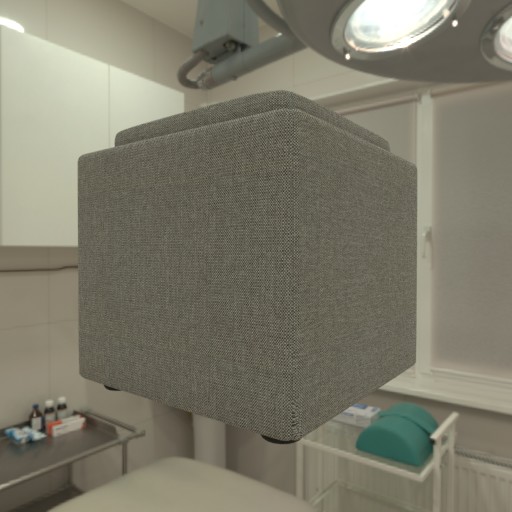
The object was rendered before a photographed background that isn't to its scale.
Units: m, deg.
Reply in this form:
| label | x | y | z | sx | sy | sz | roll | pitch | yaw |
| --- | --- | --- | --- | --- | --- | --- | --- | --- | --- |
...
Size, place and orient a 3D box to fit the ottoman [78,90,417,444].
| label | x | y | z | sx | sy | sz | roll | pitch | yaw |
| --- | --- | --- | --- | --- | --- | --- | --- | --- | --- |
| ottoman | 0.000 | 0.000 | 0.809 | 0.450 | 0.460 | 0.450 | 1 | 1 | 37 |
